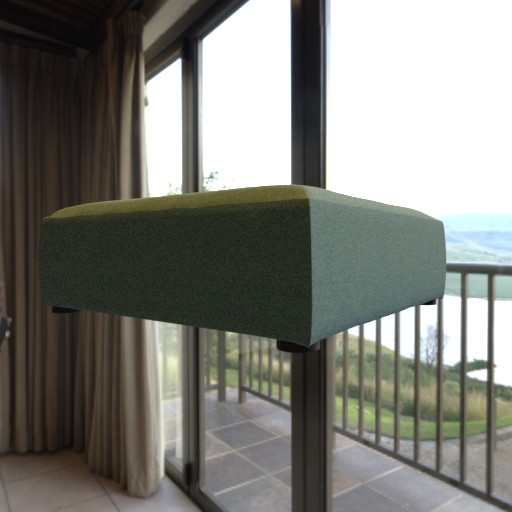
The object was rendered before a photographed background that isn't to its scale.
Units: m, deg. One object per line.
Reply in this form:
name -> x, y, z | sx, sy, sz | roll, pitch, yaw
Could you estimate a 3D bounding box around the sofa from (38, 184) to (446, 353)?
sofa -> 0.000, 0.000, 1.417 | 0.930, 0.330, 0.930 | 1, 1, 37
